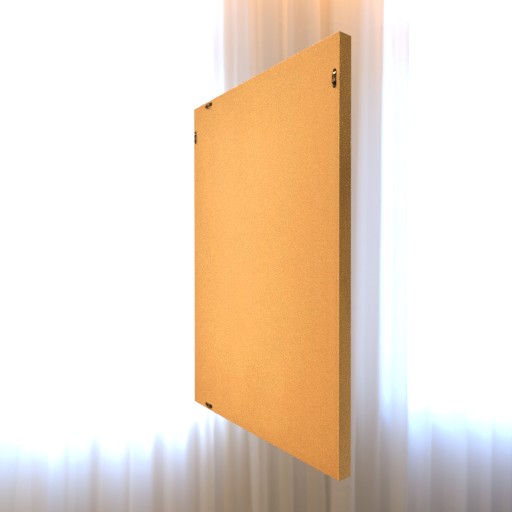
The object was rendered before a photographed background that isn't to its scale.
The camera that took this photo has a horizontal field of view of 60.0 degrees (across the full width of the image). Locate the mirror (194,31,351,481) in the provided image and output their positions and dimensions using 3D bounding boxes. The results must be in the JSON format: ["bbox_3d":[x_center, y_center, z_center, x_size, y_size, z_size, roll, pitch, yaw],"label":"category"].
[{"bbox_3d":[0.000,0.000,1.154,0.041,0.915,0.609,0,0,-37],"label":"mirror"}]
